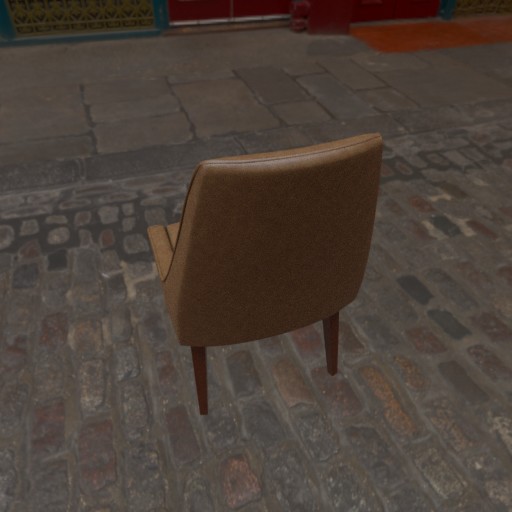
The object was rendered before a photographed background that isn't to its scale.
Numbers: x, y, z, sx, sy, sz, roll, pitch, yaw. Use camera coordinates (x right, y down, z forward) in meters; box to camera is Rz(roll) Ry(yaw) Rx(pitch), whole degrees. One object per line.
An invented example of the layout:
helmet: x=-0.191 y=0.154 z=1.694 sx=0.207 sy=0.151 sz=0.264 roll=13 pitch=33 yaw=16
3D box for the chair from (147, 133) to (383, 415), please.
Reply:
chair: x=0.000 y=0.000 z=1.219 sx=0.529 sy=0.861 sz=0.544 roll=-12 pitch=42 yaw=-14
